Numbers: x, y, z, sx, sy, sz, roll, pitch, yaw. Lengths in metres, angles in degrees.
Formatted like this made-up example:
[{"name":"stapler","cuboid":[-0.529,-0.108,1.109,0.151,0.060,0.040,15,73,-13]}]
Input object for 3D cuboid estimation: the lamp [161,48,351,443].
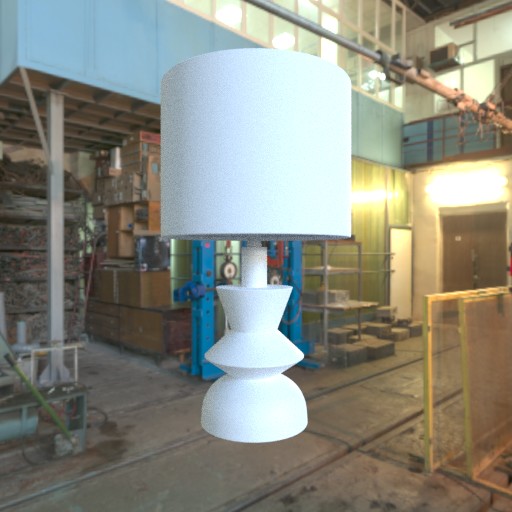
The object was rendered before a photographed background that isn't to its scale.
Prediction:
[{"name":"lamp","cuboid":[0.000,0.000,0.717,0.301,0.533,0.301,0,0,1]}]
